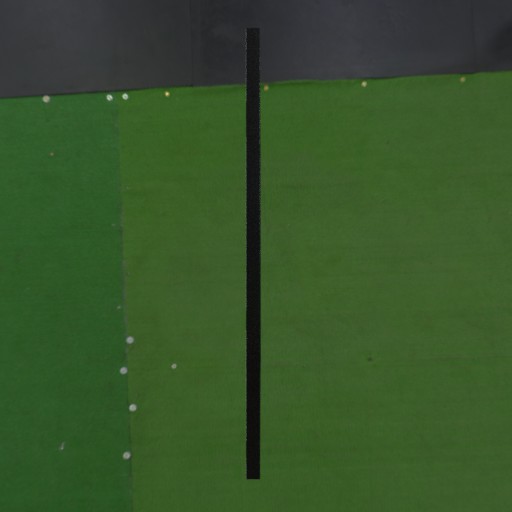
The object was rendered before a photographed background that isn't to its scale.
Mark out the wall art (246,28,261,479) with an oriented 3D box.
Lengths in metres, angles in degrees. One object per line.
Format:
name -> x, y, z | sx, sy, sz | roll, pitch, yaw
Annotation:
wall art -> 0.000, 0.000, 0.659 | 0.014, 0.445, 0.446 | 0, 89, 1
